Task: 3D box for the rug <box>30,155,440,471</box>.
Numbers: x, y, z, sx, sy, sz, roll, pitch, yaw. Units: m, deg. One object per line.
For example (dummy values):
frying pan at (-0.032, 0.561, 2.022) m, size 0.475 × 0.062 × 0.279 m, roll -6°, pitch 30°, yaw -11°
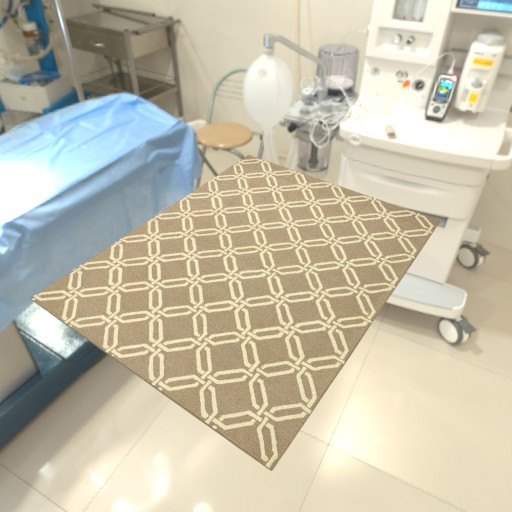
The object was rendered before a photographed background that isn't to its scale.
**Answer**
rug at (0.000, 0.000, 3.861) m, size 2.288 × 0.018 × 2.895 m, roll 25°, pitch 46°, yaw 26°
